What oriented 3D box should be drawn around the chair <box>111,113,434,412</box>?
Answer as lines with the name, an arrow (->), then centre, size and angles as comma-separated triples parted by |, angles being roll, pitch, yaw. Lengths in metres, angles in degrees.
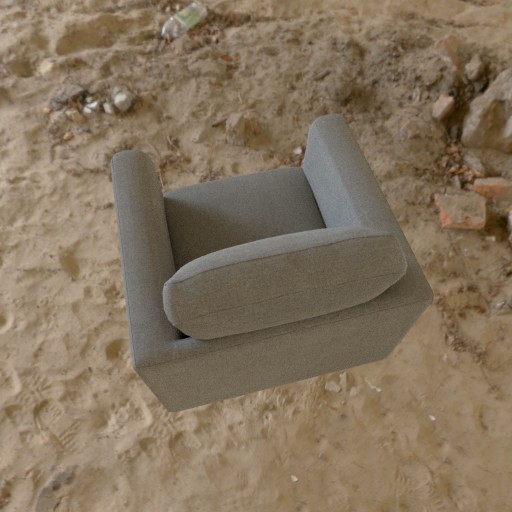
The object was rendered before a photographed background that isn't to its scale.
chair -> 0.000, 0.000, 1.571 | 0.855, 0.927, 0.800 | -12, 60, -7
